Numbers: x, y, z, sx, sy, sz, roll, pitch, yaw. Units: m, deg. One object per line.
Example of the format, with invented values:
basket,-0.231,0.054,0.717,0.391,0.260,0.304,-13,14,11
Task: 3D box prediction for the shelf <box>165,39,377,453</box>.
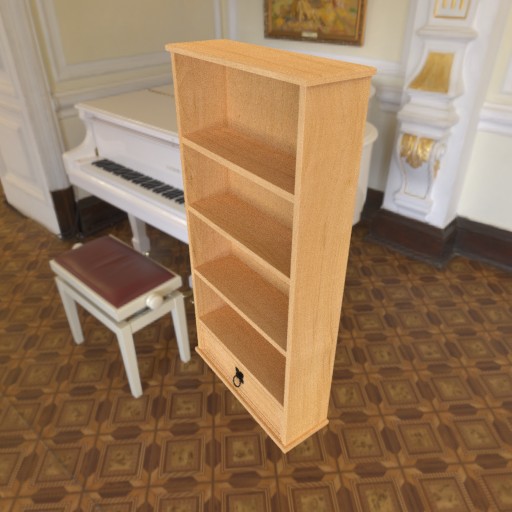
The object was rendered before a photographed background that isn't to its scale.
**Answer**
shelf,0.000,0.000,1.228,0.175,1.030,0.520,-21,38,-30
